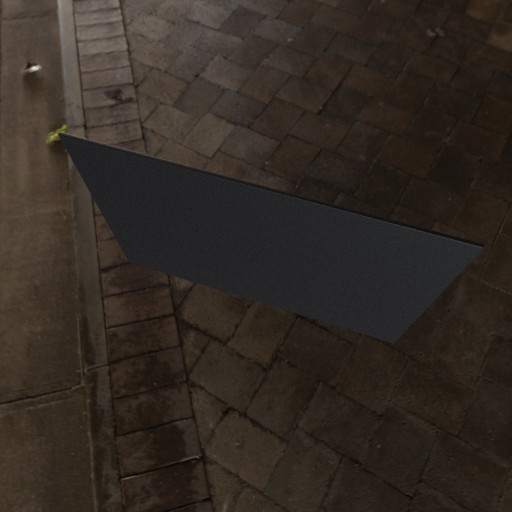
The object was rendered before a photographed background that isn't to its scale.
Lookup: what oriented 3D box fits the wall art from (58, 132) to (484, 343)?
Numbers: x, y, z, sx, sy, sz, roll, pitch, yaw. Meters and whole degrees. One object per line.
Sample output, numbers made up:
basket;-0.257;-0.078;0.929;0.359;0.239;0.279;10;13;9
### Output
wall art;0.000;0.000;1.544;1.192;0.811;0.013;16;63;8
